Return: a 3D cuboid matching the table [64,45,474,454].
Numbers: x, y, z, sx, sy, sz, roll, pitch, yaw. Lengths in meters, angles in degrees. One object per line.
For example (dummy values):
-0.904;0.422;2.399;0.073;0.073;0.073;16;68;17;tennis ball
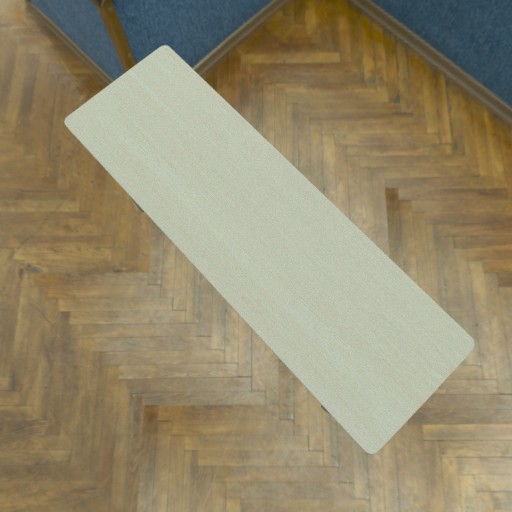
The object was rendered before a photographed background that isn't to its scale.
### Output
0.000;0.000;1.724;0.446;0.750;1.397;-42;79;-10;table
